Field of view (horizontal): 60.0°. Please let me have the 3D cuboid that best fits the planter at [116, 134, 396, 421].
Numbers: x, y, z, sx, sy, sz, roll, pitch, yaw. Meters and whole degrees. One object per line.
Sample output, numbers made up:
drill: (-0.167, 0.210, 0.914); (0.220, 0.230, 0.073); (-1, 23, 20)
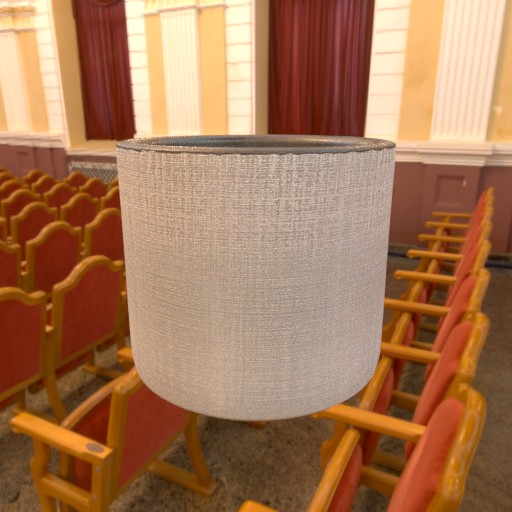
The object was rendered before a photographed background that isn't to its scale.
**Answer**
planter: (0.000, 0.000, 0.219); (0.125, 0.112, 0.125); (0, 17, 0)
